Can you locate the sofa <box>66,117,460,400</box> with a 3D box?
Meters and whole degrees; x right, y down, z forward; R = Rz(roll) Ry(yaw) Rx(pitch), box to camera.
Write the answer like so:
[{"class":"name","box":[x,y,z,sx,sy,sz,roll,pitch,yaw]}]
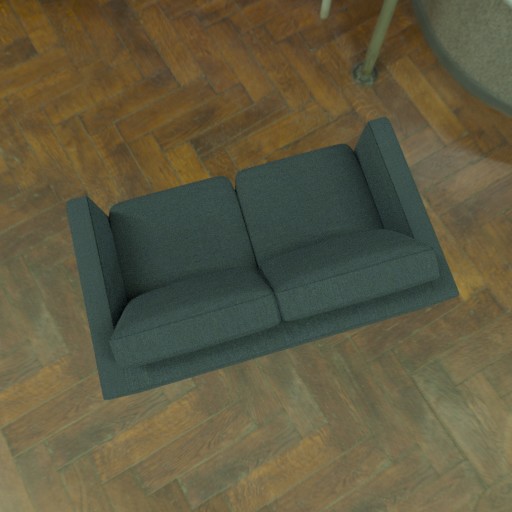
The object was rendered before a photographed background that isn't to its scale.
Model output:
[{"class":"sofa","box":[0.000,0.000,2.331,1.659,0.907,0.999,-16,77,-4]}]
